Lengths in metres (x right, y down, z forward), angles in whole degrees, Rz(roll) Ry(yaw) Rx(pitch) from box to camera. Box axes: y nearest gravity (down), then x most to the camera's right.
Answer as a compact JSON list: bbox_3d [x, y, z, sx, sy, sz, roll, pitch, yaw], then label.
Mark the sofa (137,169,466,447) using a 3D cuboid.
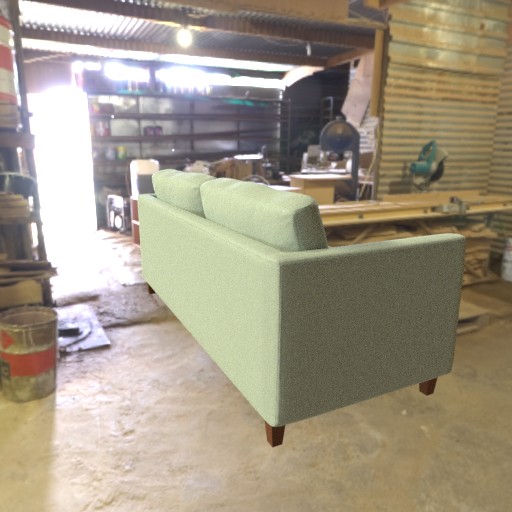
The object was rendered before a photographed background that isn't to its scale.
[{"bbox_3d":[0.000,0.000,2.657,0.951,0.965,2.208,-7,16,-26],"label":"sofa"}]
